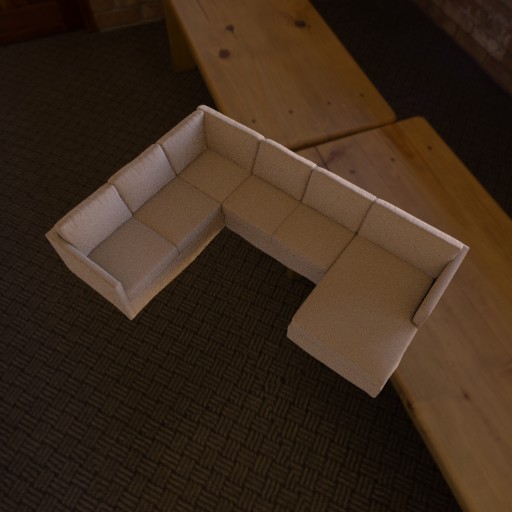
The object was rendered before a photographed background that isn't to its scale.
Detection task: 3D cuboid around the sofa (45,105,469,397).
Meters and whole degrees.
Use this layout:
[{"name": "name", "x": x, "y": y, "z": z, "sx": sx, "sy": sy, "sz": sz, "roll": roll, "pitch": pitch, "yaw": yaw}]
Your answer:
[{"name": "sofa", "x": 0.000, "y": 0.000, "z": 4.565, "sx": 3.460, "sy": 0.882, "sz": 2.427, "roll": 33, "pitch": 64, "yaw": 19}]
